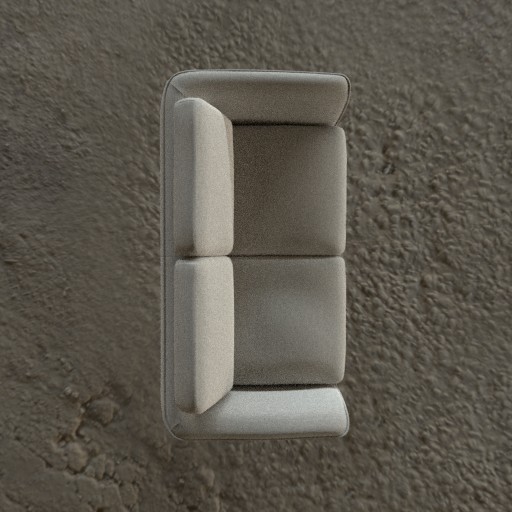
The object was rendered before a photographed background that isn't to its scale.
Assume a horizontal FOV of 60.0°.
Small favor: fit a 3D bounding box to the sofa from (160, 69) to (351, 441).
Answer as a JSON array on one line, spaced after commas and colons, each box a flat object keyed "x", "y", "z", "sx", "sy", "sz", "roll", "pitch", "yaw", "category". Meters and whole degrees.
[{"x": 0.000, "y": 0.000, "z": 2.213, "sx": 0.920, "sy": 0.850, "sz": 1.700, "roll": 0, "pitch": 91, "yaw": -2, "category": "sofa"}]
